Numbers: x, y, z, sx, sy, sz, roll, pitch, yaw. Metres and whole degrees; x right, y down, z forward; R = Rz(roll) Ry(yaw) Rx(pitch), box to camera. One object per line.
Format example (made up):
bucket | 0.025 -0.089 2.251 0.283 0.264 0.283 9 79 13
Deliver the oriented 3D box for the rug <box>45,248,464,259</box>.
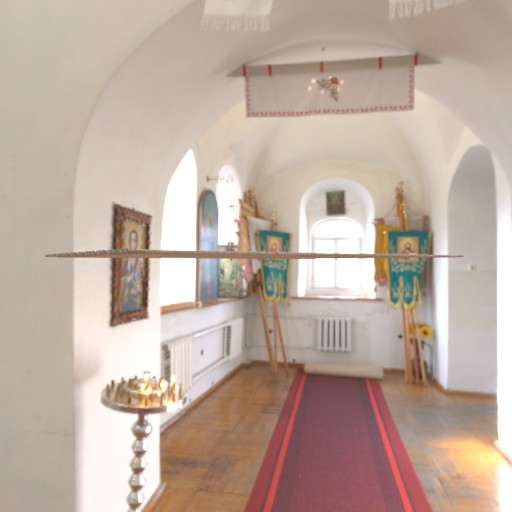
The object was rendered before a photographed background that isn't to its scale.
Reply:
rug | 0.000 0.000 2.273 1.771 0.015 1.223 1 -1 -35
